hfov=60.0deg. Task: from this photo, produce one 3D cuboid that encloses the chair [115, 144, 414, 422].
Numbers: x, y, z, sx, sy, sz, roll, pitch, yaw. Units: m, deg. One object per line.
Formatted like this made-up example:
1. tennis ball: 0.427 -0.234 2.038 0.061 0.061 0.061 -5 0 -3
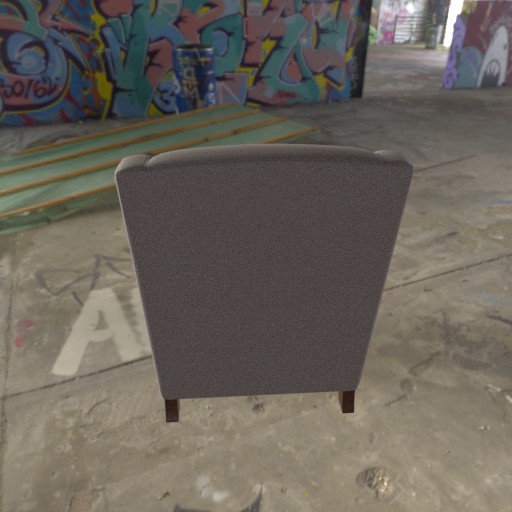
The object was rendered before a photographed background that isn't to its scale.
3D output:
1. chair: 0.000 0.000 1.627 0.715 1.010 0.863 -2 29 -3
